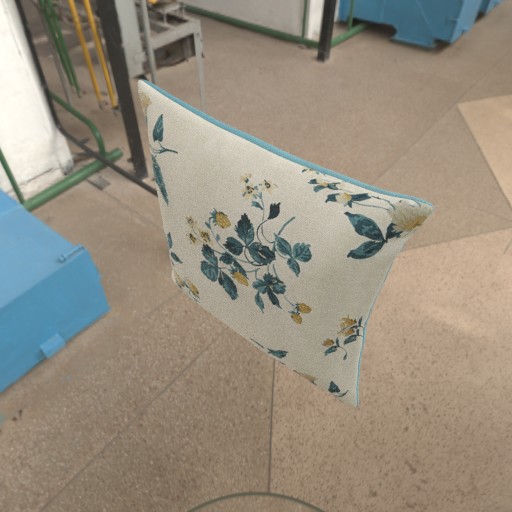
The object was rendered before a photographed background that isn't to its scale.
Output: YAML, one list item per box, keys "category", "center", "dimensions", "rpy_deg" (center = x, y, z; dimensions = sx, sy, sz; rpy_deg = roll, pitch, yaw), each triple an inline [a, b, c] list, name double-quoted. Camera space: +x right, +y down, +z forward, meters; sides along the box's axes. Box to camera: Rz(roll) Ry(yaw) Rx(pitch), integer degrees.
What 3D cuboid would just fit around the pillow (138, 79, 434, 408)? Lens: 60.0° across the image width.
- category: "pillow"
  center: [0.000, 0.000, 0.807]
  dimensions: [0.526, 0.507, 0.166]
  rpy_deg: [31, 54, 26]
